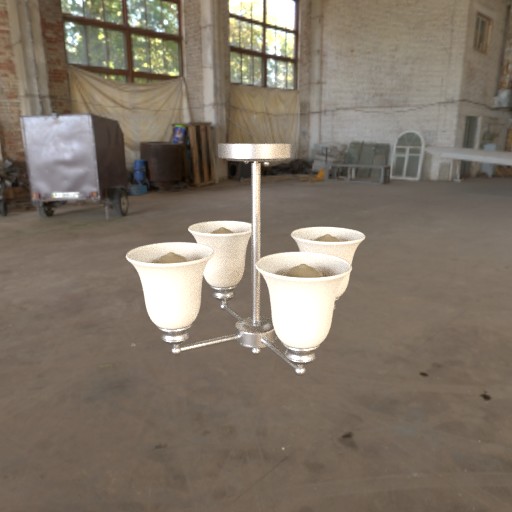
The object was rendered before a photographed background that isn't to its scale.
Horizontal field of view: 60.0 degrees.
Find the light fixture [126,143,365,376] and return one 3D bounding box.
[{"bbox_3d":[0.000,0.000,0.753,0.427,0.370,0.427,-7,17,-26],"label":"light fixture"}]
